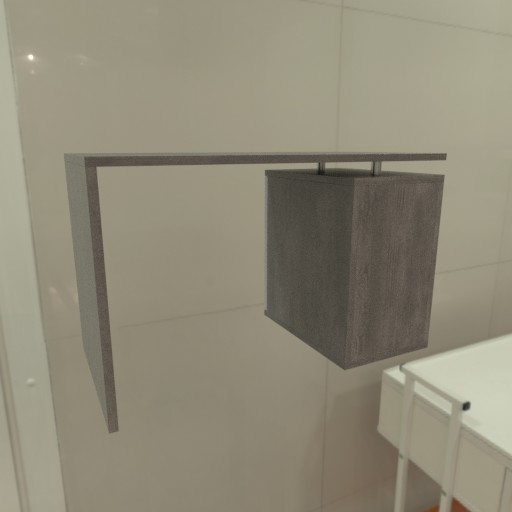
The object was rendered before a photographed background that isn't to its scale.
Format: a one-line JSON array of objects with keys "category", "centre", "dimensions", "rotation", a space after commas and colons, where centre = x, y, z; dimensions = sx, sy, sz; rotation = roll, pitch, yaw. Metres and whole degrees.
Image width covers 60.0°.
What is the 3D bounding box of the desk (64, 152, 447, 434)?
[{"category": "desk", "centre": [0.000, 0.000, 1.640], "dimensions": [1.200, 0.740, 0.600], "rotation": [-7, 15, -26]}]
